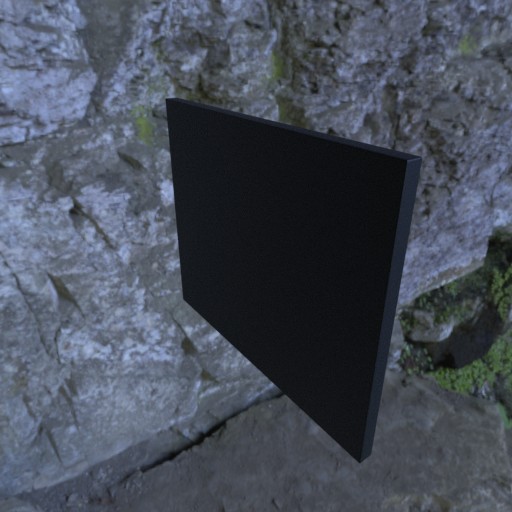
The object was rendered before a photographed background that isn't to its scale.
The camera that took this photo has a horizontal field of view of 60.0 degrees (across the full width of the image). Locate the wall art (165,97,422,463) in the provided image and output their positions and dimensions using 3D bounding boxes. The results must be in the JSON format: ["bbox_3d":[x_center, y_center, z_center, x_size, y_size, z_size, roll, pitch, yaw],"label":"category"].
[{"bbox_3d":[0.000,0.000,0.761,0.031,0.457,0.558,-18,32,-32],"label":"wall art"}]
